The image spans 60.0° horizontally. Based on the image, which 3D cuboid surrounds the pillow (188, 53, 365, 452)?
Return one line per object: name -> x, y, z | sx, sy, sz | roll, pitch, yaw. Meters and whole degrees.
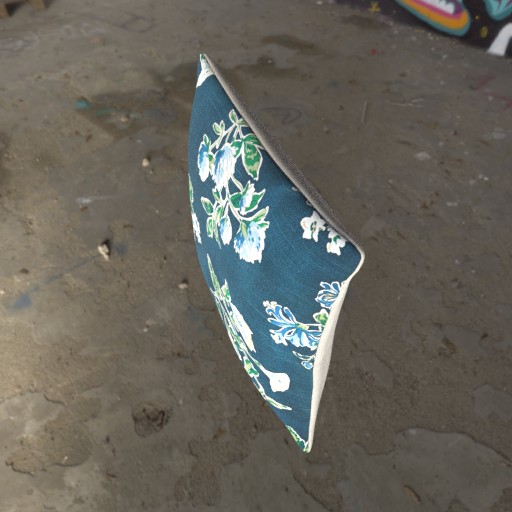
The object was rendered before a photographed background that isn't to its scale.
pillow -> 0.000, 0.000, 0.776 | 0.166, 0.508, 0.525 | -16, 48, -15
